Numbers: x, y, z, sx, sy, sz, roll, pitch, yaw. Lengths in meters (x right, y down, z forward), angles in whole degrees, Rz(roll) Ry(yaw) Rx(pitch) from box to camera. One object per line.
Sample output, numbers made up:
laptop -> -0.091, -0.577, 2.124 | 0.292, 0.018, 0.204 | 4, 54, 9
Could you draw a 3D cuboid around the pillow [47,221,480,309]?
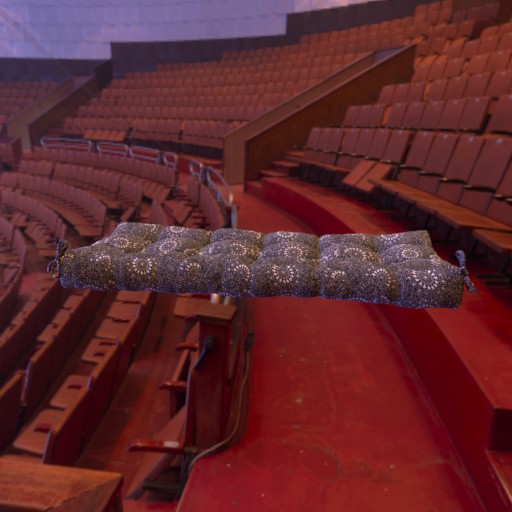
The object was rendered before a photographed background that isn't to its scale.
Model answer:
pillow -> 0.000, 0.000, 1.374 | 1.194, 0.174, 0.511 | 2, 16, 8
